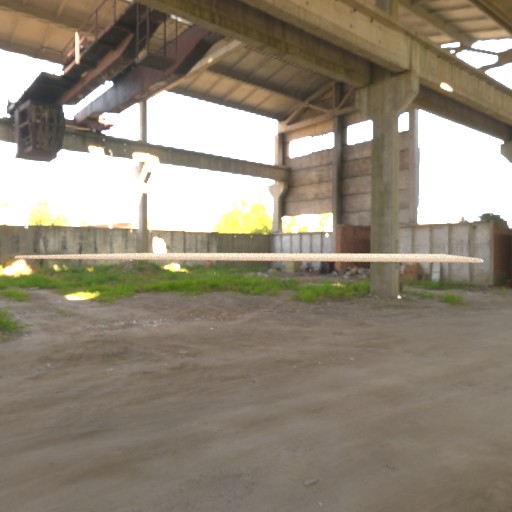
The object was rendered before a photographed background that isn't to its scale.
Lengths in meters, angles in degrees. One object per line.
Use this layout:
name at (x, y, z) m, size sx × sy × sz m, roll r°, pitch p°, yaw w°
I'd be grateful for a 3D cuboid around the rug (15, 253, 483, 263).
rug at (0.000, 0.000, 2.005) m, size 1.676 × 0.013 × 1.067 m, roll 0°, pitch 1°, yaw 17°
